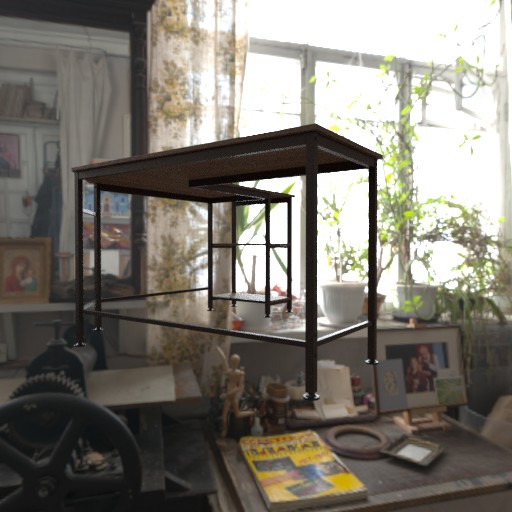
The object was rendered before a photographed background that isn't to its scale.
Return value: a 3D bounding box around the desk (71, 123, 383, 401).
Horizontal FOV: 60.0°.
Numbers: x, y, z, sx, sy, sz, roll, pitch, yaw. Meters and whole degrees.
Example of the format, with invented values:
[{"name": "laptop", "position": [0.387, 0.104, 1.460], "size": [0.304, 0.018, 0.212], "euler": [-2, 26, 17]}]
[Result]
[{"name": "desk", "position": [0.000, 0.000, 2.133], "size": [1.379, 0.739, 1.379], "euler": [1, 2, 36]}]
